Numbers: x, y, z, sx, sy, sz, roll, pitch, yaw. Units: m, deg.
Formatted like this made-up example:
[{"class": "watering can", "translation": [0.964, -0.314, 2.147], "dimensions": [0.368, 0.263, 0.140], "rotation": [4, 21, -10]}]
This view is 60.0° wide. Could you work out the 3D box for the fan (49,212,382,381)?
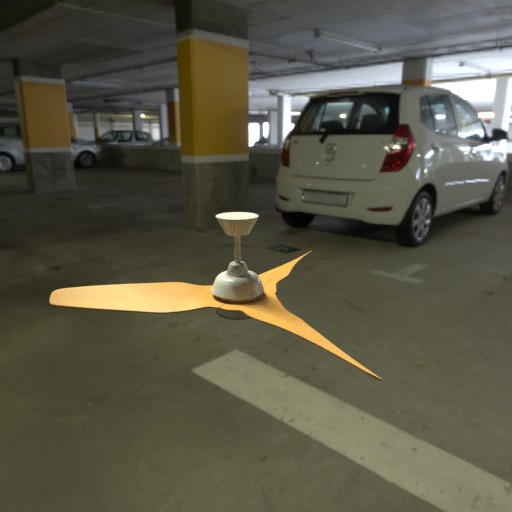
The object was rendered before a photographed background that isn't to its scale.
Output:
[{"class": "fan", "translation": [0.000, 0.000, 1.664], "dimensions": [1.142, 0.355, 1.010], "rotation": [8, 17, 26]}]
